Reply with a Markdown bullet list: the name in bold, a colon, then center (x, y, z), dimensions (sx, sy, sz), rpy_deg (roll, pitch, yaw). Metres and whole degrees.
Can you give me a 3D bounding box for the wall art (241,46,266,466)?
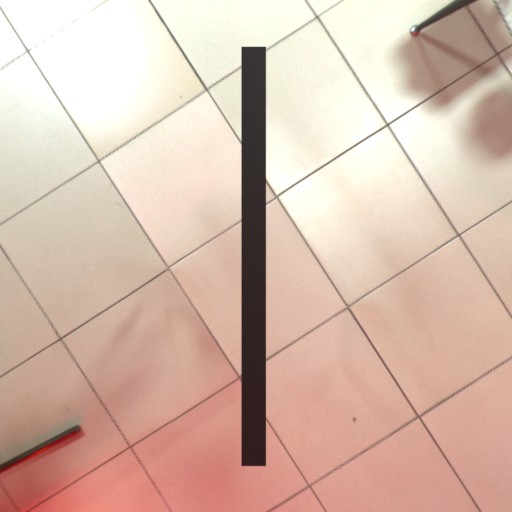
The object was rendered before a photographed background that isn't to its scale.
- **wall art**: center (0.000, 0.000, 0.539), dimensions (0.019, 0.381, 0.330), rpy_deg (0, 90, 1)
